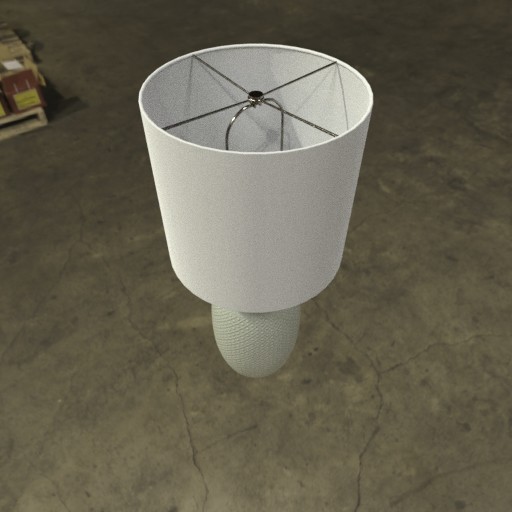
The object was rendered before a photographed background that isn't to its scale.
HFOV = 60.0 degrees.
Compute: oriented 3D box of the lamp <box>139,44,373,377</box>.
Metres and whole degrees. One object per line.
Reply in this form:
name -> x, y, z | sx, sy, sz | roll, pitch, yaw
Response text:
lamp -> 0.000, 0.000, 0.578 | 0.217, 0.453, 0.217 | -31, 54, -26
